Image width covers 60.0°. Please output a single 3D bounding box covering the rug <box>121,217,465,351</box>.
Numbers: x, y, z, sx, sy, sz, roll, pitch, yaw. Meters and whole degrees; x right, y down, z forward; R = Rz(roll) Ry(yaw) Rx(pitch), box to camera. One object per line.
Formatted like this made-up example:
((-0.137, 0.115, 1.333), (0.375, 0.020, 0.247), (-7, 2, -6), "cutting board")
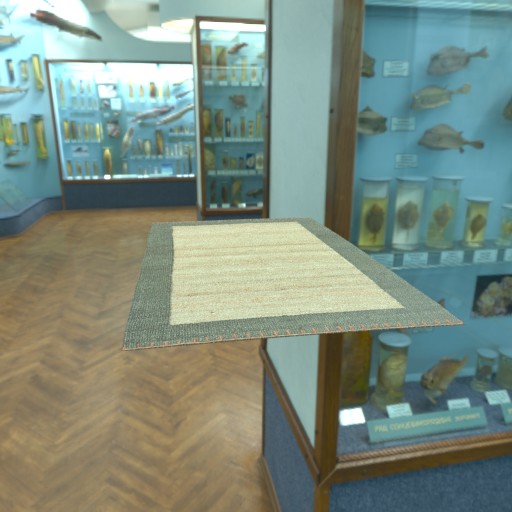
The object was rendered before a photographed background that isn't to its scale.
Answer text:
((0.000, 0.000, 3.012), (1.521, 0.006, 2.435), (-3, 17, -9), "rug")
